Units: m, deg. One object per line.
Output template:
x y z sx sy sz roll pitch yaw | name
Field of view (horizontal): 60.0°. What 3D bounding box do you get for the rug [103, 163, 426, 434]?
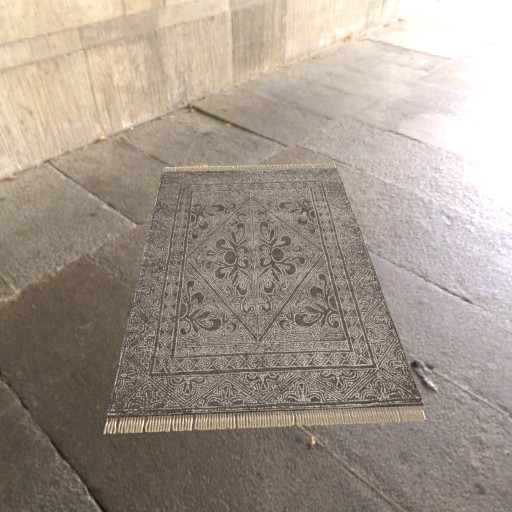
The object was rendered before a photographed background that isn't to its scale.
0.000 0.000 2.979 1.529 0.010 2.440 -2 41 -2 | rug
